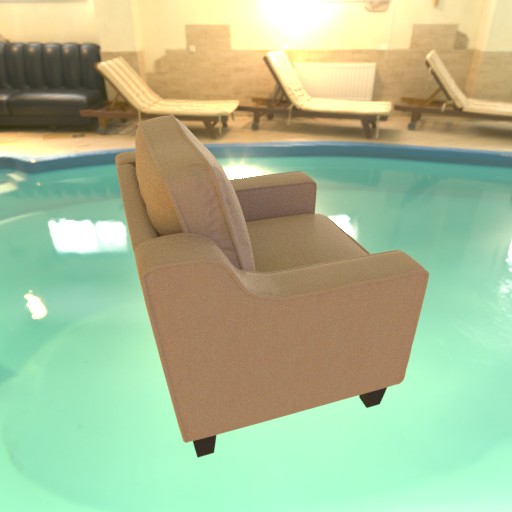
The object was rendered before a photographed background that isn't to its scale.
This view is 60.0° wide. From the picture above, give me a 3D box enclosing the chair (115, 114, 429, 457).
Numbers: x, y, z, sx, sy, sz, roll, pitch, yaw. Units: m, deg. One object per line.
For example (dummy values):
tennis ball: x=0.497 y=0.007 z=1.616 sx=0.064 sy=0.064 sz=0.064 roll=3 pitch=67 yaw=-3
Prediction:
chair: x=0.000 y=0.000 z=1.653 sx=0.882 sy=0.948 sz=0.922 roll=-10 pitch=32 yaw=-16
